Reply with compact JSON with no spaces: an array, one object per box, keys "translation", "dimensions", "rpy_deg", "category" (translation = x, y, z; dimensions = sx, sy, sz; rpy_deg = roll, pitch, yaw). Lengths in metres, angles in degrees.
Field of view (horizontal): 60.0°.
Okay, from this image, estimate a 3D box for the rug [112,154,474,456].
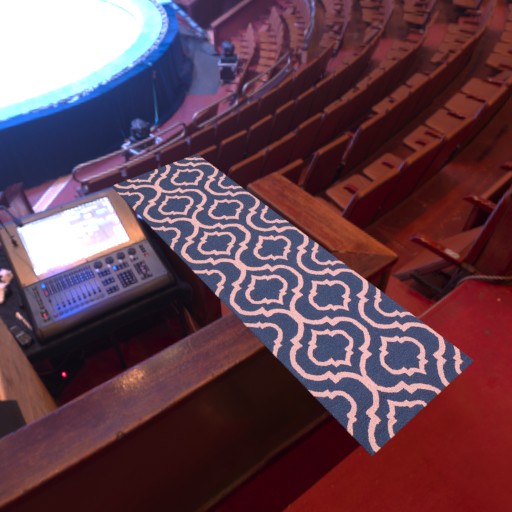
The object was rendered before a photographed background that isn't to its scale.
[{"translation":[0.000,0.000,2.496],"dimensions":[0.685,0.006,2.296],"rpy_deg":[-28,50,-27],"category":"rug"}]
